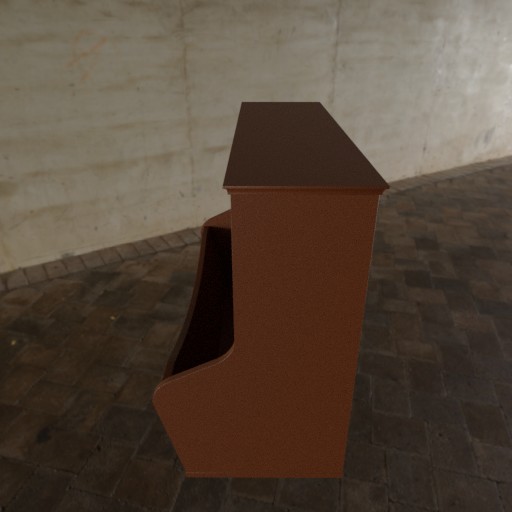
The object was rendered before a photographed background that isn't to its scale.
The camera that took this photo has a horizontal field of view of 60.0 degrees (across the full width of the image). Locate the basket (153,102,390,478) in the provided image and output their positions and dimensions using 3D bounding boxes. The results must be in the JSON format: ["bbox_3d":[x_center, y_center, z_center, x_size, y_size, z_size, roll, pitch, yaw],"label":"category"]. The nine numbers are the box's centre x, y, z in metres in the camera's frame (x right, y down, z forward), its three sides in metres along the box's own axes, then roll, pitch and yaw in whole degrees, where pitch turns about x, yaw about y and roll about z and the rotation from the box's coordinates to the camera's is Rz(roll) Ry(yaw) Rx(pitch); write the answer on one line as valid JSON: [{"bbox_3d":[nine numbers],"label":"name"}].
[{"bbox_3d":[0.000,0.000,1.110,0.376,0.625,0.792,0,27,0],"label":"basket"}]
